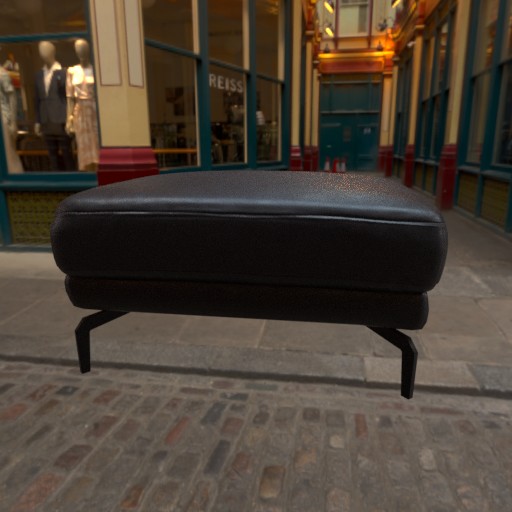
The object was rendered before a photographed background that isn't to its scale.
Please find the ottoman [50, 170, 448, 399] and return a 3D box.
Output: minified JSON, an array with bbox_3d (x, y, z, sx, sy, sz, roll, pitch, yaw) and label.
[{"bbox_3d":[0.000,0.000,1.088,0.764,0.402,0.570,2,15,8],"label":"ottoman"}]
